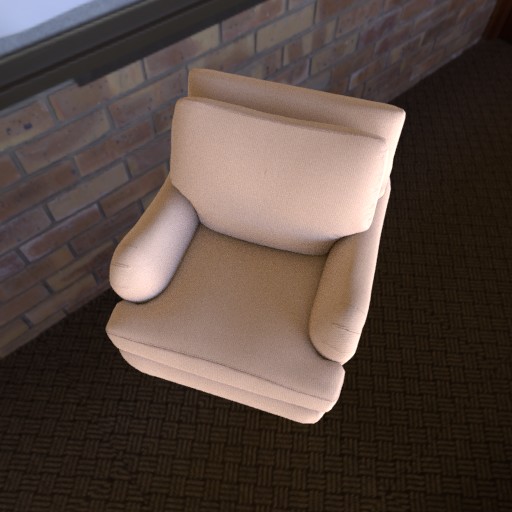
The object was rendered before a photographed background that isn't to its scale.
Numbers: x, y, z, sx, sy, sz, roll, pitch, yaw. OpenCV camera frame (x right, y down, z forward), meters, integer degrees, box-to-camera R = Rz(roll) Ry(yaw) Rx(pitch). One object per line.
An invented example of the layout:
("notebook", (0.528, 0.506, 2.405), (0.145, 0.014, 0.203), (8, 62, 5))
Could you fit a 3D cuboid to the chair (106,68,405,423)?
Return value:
("chair", (0.000, 0.000, 1.880), (0.955, 1.038, 1.070), (15, 59, 9))
